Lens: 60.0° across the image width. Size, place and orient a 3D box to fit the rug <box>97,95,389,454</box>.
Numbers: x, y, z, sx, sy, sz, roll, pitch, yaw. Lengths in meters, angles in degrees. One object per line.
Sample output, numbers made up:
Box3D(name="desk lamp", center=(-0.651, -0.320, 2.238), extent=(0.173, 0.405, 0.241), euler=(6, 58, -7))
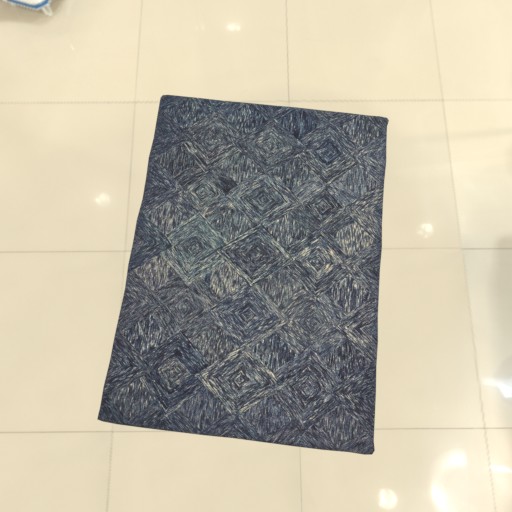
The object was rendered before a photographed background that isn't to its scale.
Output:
Box3D(name="rug", center=(0.000, 0.000, 4.185), extent=(2.385, 0.024, 3.245), euler=(6, 76, 2))
